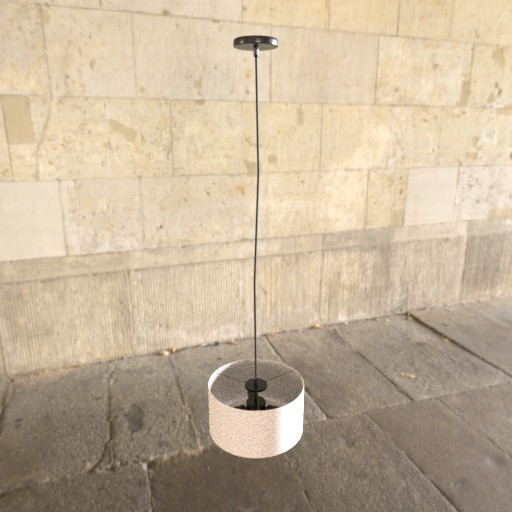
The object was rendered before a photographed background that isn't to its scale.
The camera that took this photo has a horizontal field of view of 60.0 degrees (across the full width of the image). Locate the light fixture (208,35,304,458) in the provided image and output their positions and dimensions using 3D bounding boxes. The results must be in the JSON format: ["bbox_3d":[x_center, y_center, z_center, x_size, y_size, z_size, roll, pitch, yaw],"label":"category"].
[{"bbox_3d":[0.000,0.000,1.703,0.399,1.516,0.399,0,16,0],"label":"light fixture"}]
